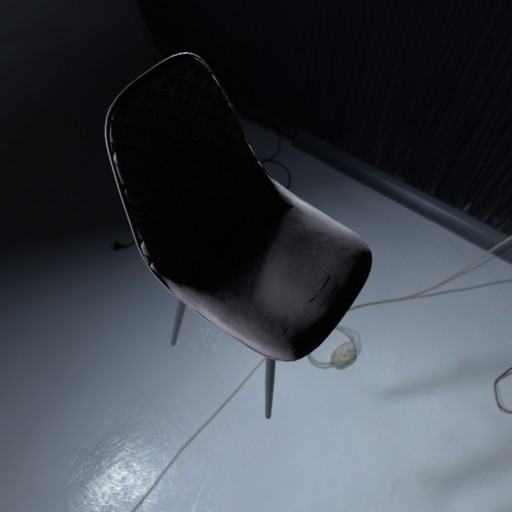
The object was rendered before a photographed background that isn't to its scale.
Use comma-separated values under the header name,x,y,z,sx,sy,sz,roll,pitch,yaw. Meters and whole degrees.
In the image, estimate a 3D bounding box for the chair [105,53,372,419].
name,x,y,z,sx,sy,sz,roll,pitch,yaw
chair,0.000,0.000,1.186,0.561,0.889,0.472,32,63,19
